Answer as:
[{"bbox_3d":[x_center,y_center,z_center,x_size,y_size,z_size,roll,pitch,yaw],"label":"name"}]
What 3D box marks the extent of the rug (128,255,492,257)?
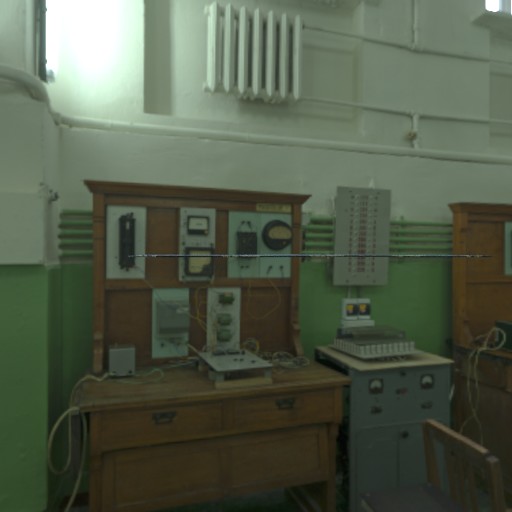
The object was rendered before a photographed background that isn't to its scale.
[{"bbox_3d":[0.000,0.000,2.172,1.153,0.010,1.755,0,0,-18],"label":"rug"}]
